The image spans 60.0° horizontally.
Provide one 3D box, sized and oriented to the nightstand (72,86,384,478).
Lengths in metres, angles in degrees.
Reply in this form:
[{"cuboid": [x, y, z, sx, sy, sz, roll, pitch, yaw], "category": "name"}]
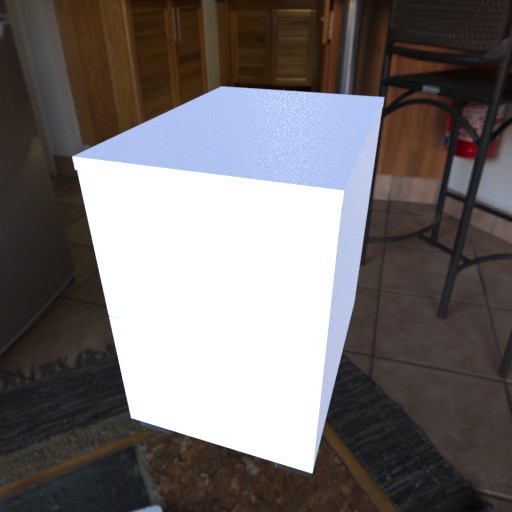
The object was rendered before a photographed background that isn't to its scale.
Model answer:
[{"cuboid": [0.000, 0.000, 0.761, 0.325, 0.460, 0.441, 10, 33, 16], "category": "nightstand"}]
